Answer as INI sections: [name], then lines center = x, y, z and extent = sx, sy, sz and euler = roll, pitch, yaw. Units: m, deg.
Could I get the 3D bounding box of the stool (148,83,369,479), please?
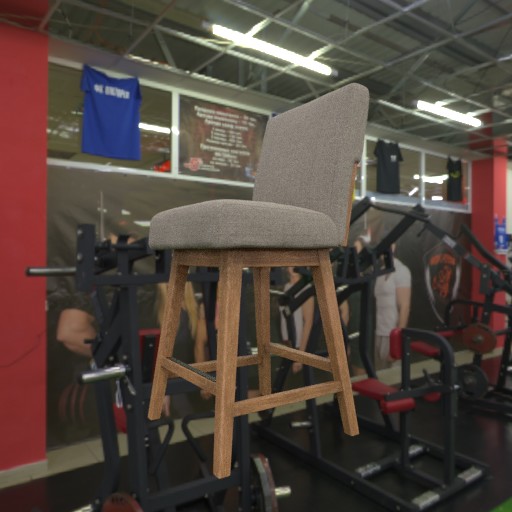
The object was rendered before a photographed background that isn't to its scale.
[stool]
center = 0.000, 0.000, 1.333
extent = 0.526, 1.010, 0.459
euler = 0, 0, -34
